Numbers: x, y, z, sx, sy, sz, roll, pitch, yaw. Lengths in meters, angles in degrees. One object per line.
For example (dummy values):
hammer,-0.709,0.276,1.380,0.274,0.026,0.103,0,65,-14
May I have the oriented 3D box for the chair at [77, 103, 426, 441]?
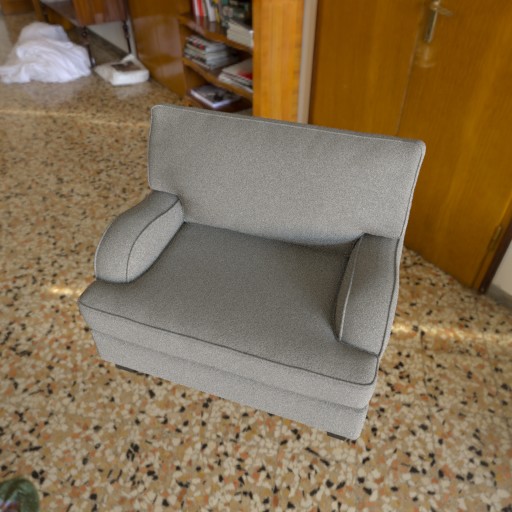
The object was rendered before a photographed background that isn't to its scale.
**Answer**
chair,0.000,0.000,1.968,1.220,1.016,1.040,13,42,14
